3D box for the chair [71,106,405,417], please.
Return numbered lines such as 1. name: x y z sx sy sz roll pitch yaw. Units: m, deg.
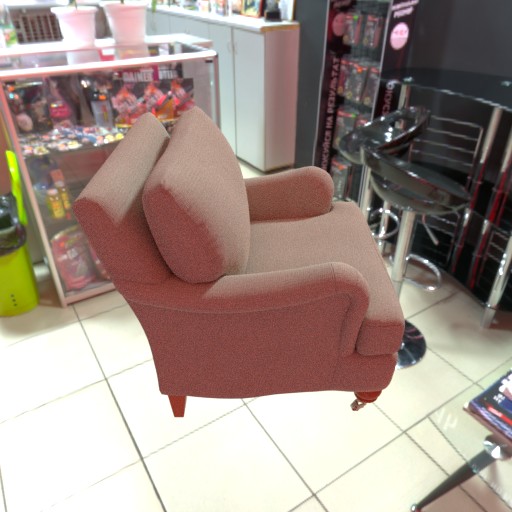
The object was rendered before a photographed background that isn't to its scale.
1. chair: 0.000 0.000 1.872 1.070 1.038 0.955 0 34 0
